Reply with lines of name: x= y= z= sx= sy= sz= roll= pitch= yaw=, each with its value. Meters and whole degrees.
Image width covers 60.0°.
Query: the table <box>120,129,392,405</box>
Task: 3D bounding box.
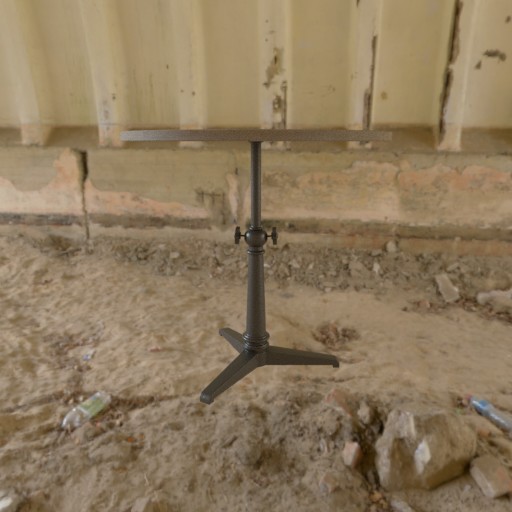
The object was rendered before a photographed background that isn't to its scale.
table: x=0.000 y=0.000 z=1.455 sx=0.800 sy=0.780 sz=0.800 roll=0 pitch=14 yaw=0
